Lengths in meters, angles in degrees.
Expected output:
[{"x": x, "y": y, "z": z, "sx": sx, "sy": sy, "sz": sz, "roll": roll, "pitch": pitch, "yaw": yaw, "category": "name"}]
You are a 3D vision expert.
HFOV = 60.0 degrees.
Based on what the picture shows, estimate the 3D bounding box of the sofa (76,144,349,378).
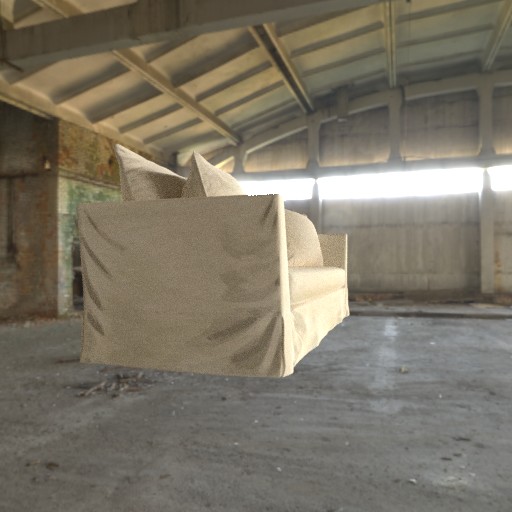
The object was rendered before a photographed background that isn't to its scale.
[{"x": 0.000, "y": 0.000, "z": 3.075, "sx": 1.030, "sy": 1.042, "sz": 2.484, "roll": 0, "pitch": -1, "yaw": 18, "category": "sofa"}]
